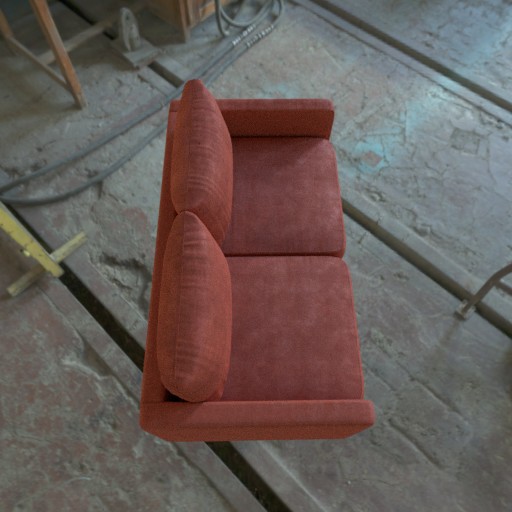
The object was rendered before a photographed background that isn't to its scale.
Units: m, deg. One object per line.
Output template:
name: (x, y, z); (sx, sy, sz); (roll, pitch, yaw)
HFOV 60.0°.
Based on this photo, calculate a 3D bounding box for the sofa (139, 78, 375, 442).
sofa: (0.000, 0.000, 2.091); (0.864, 0.896, 1.574); (-1, 62, -1)
